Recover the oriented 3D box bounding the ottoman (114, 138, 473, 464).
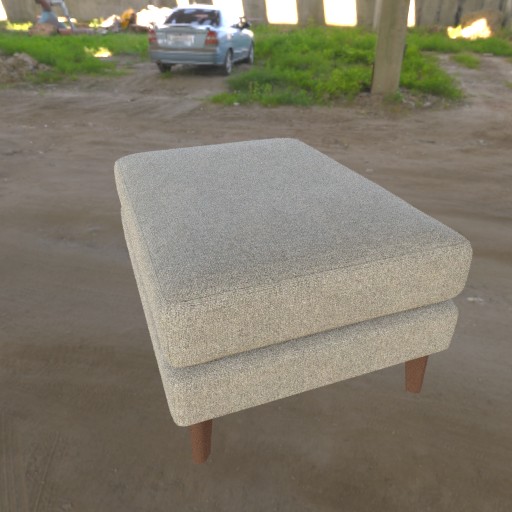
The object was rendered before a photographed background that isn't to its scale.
[{"bbox_3d":[0.000,0.000,1.162,0.611,0.441,0.821,-11,31,-18],"label":"ottoman"}]
